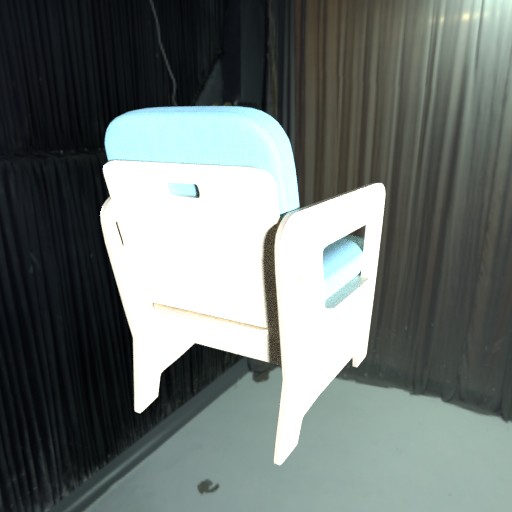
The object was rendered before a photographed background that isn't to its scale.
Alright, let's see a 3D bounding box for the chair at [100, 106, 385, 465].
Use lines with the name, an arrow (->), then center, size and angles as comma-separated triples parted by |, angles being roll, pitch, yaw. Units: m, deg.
chair -> 0.000, 0.000, 1.274 | 0.590, 0.800, 0.710 | 9, 19, 26
